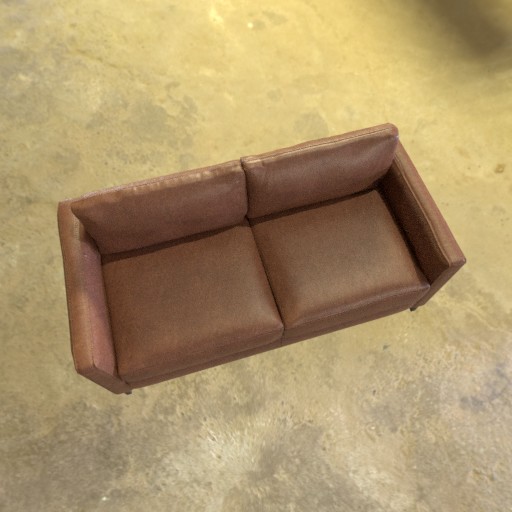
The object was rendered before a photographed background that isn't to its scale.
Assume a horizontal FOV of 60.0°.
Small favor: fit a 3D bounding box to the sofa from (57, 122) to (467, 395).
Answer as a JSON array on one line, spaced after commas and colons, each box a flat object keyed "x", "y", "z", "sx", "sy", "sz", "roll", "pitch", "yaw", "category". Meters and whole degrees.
[{"x": 0.000, "y": 0.000, "z": 2.273, "sx": 1.797, "sy": 0.883, "sz": 0.899, "roll": -15, "pitch": 64, "yaw": -7, "category": "sofa"}]
